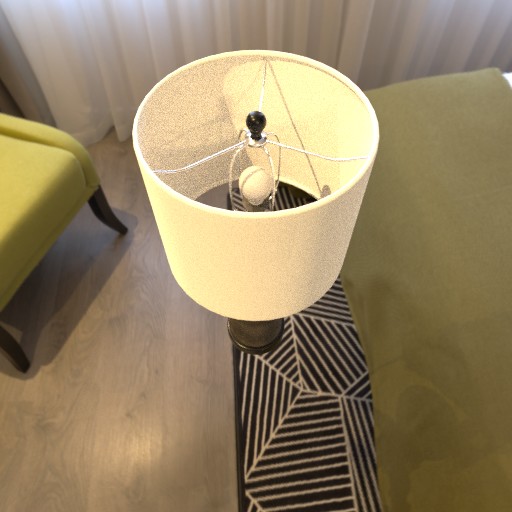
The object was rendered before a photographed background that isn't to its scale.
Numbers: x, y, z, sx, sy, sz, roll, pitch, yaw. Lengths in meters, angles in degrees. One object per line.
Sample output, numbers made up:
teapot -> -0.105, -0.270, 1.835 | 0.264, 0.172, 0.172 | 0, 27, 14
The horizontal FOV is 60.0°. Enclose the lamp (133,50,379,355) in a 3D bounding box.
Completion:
lamp -> 0.000, 0.000, 0.807 | 0.305, 0.634, 0.305 | -30, 62, -18
